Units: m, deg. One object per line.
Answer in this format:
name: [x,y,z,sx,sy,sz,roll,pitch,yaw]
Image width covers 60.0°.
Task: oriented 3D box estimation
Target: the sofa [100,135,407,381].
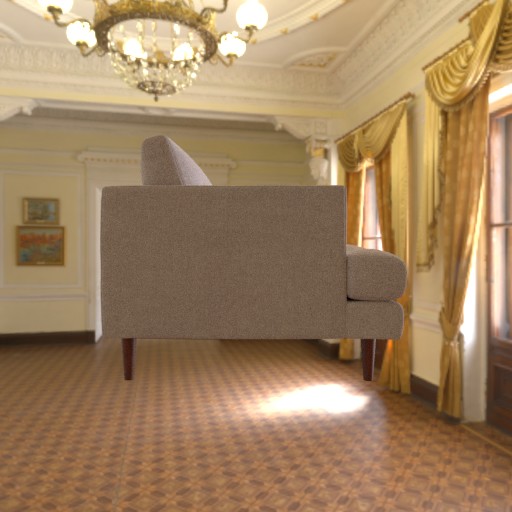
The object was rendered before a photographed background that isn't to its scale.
sofa: [0.000,0.000,2.423,1.020,0.868,1.948,0,0,1]
